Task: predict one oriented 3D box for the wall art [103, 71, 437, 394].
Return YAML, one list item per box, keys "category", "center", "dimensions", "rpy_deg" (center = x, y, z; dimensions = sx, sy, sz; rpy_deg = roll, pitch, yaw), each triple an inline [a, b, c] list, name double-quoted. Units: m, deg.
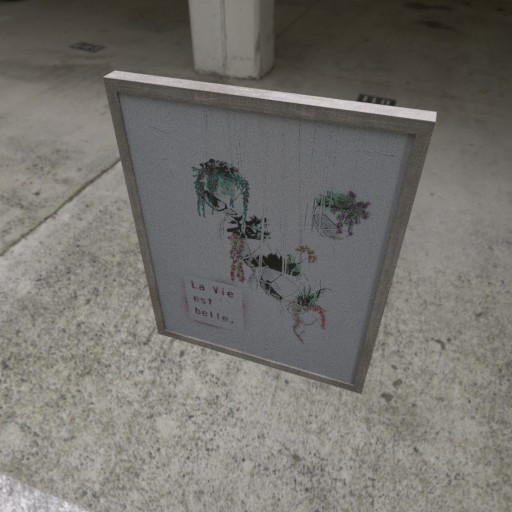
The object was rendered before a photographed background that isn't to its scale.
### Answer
- category: "wall art"
  center: [0.000, 0.000, 0.710]
  dimensions: [0.421, 0.521, 0.032]
  rpy_deg: [13, 42, 15]
